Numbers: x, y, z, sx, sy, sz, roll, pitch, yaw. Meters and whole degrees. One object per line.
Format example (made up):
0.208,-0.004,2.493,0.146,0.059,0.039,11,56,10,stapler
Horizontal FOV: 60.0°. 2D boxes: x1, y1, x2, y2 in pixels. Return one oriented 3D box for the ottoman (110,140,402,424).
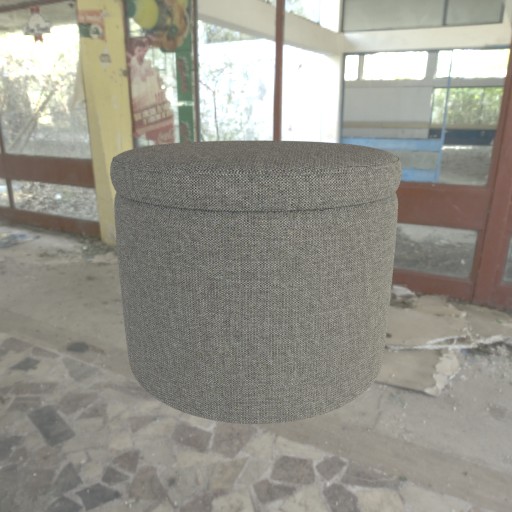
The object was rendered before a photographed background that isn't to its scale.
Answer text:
0.000,0.000,0.876,0.520,0.430,0.520,0,18,0,ottoman
